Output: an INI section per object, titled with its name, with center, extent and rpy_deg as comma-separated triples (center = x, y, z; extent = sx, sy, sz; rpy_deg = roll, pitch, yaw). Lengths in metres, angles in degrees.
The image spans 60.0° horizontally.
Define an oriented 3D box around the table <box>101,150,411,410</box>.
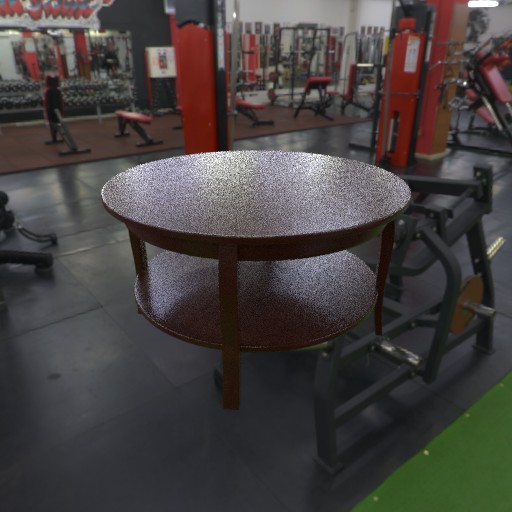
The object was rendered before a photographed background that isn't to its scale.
[table]
center = 0.000, 0.000, 1.472
extent = 0.911, 0.512, 0.911
rpy_deg = 0, 25, 0
